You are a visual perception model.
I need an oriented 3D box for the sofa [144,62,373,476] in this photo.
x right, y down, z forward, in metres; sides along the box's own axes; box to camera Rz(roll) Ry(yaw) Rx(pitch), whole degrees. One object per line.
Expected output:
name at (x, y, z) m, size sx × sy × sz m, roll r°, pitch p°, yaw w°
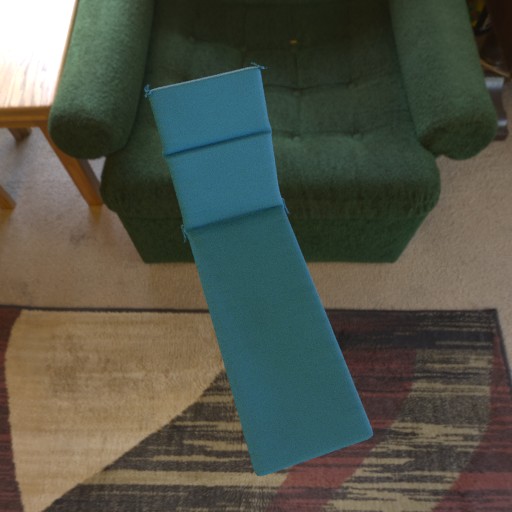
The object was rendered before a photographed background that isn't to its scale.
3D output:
sofa at (0.000, 0.000, 1.929) m, size 0.582 × 0.622 × 1.663 m, roll -16°, pitch 66°, yaw -7°
